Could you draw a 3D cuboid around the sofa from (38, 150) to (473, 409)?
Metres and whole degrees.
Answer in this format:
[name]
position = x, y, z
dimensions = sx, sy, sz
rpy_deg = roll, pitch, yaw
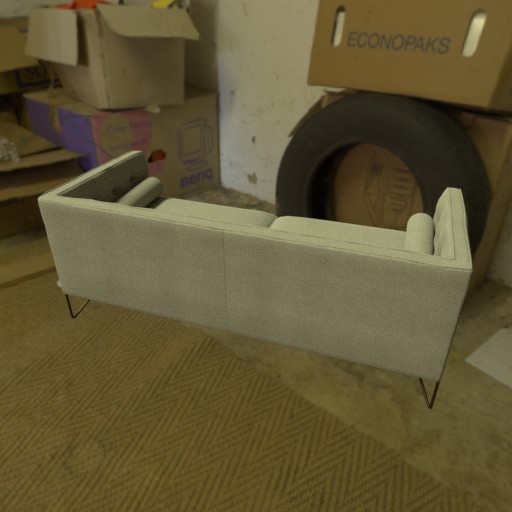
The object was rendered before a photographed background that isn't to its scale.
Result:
[sofa]
position = 0.000, 0.000, 2.518
dimensions = 2.079, 0.798, 0.912
rpy_deg = 10, 32, 17
